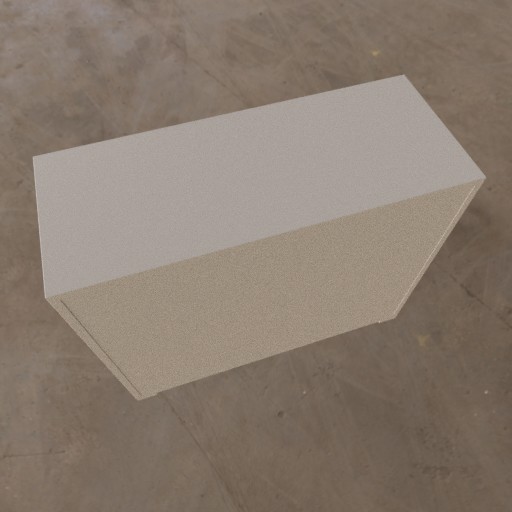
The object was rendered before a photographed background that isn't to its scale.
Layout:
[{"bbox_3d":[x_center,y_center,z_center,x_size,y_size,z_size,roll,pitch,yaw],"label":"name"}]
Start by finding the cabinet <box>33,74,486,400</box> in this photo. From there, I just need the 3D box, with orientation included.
[{"bbox_3d":[0.000,0.000,1.389,1.000,0.800,0.400,-16,59,-10],"label":"cabinet"}]
